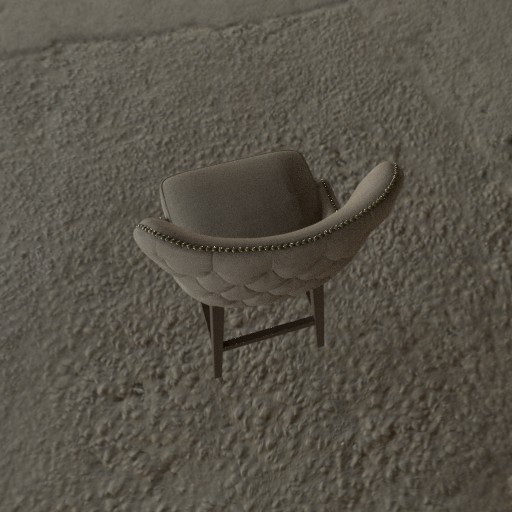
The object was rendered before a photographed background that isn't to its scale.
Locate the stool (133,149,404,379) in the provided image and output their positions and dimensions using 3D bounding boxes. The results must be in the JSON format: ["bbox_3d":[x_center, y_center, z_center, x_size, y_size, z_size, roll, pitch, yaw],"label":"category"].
[{"bbox_3d":[0.000,0.000,1.401,0.615,0.972,0.597,-15,60,-9],"label":"stool"}]
